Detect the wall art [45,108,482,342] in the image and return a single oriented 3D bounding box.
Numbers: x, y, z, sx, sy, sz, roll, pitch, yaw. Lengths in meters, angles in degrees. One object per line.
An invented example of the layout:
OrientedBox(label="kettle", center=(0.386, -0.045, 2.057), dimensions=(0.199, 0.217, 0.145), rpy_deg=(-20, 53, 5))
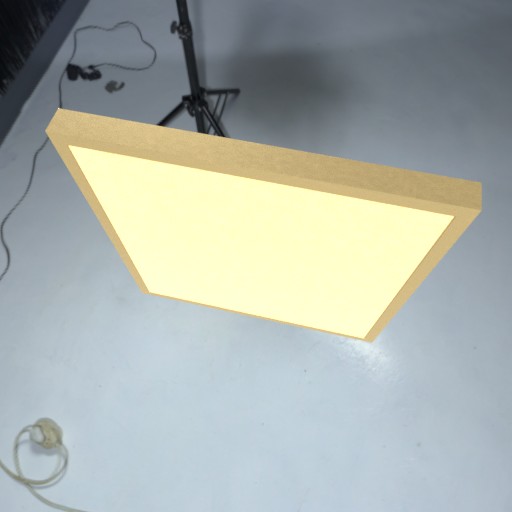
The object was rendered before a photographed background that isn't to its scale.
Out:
OrientedBox(label="wall art", center=(0.000, 0.000, 1.866), dimensions=(1.284, 1.284, 0.095), rpy_deg=(11, 63, 6))
